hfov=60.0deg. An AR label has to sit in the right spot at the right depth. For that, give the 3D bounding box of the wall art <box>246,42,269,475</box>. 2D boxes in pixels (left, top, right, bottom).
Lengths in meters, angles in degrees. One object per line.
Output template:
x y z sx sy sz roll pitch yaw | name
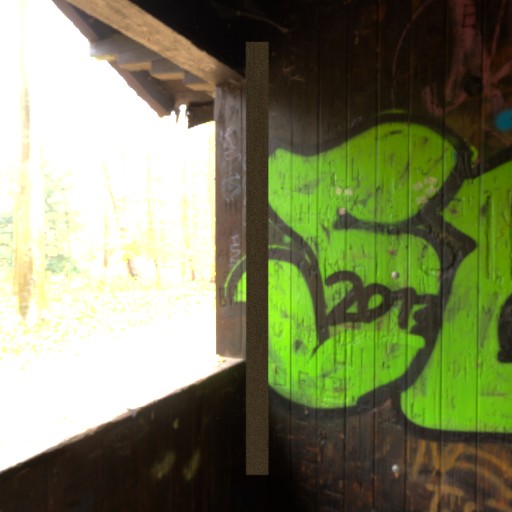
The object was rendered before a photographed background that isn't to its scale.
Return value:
0.000 0.000 1.154 0.039 0.758 0.758 0 1 0 | wall art
